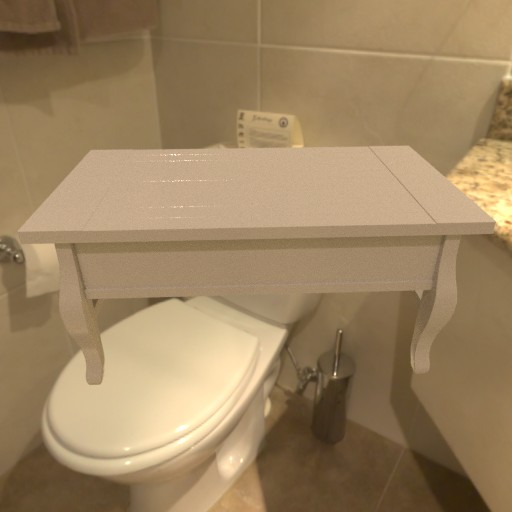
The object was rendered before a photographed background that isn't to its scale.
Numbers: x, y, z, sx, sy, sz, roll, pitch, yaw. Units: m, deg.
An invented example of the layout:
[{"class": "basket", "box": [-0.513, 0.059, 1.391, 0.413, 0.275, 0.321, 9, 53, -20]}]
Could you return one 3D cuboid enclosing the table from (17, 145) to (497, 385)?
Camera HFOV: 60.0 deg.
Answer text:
[{"class": "table", "box": [0.000, 0.000, 1.357, 1.062, 0.495, 0.600, -1, 31, -2]}]
